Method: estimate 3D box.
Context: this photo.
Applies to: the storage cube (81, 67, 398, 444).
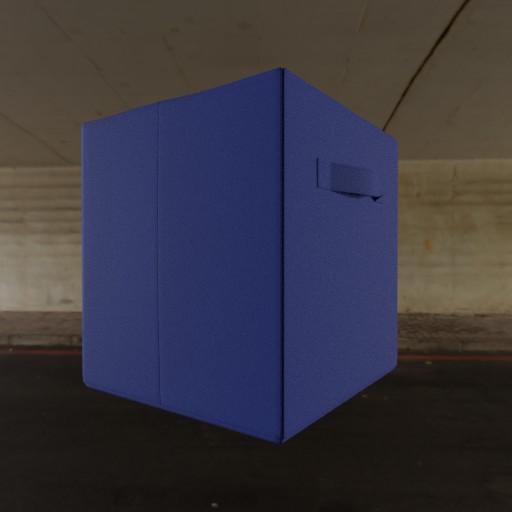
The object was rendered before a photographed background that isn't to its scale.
[{"bbox_3d":[0.000,0.000,0.500,0.270,0.280,0.270,0,1,35],"label":"storage cube"}]
